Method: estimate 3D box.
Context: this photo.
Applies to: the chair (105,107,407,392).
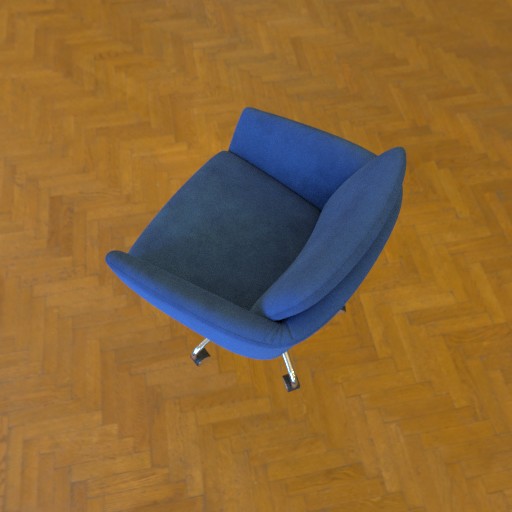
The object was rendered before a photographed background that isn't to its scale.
[{"bbox_3d":[0.000,0.000,1.340,0.635,0.908,0.641,31,67,15],"label":"chair"}]
